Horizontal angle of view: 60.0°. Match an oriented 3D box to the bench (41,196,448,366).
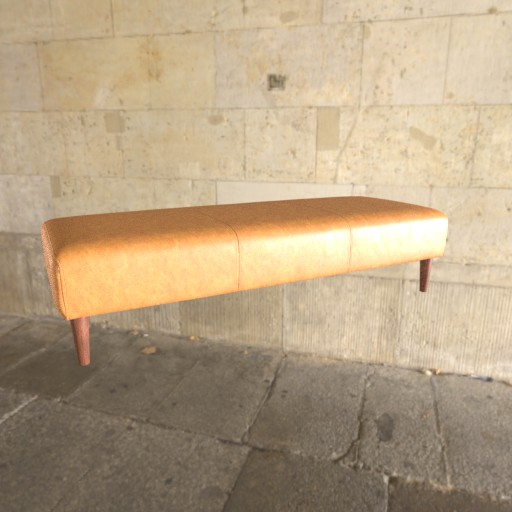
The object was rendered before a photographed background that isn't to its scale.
[{"bbox_3d":[0.000,0.000,1.891,1.610,0.399,0.653,-8,17,-27],"label":"bench"}]
